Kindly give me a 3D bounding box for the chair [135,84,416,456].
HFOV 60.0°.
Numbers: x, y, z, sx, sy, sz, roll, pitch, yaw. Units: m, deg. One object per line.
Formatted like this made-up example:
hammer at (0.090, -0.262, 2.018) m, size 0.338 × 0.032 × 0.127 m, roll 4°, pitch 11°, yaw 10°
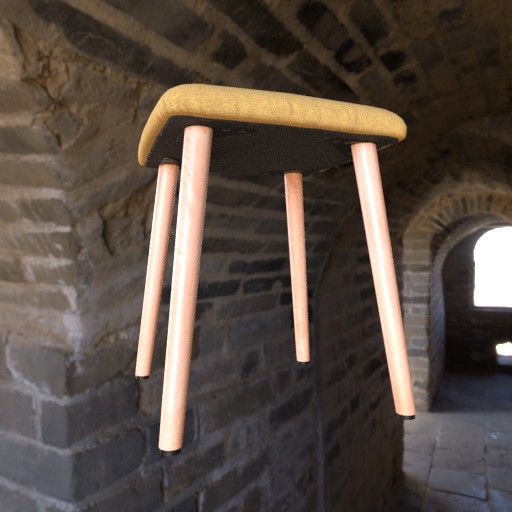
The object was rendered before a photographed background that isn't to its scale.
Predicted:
chair at (0.000, 0.000, 0.699) m, size 0.350 × 0.440 × 0.350 m, roll 0°, pitch 0°, yaw -20°
